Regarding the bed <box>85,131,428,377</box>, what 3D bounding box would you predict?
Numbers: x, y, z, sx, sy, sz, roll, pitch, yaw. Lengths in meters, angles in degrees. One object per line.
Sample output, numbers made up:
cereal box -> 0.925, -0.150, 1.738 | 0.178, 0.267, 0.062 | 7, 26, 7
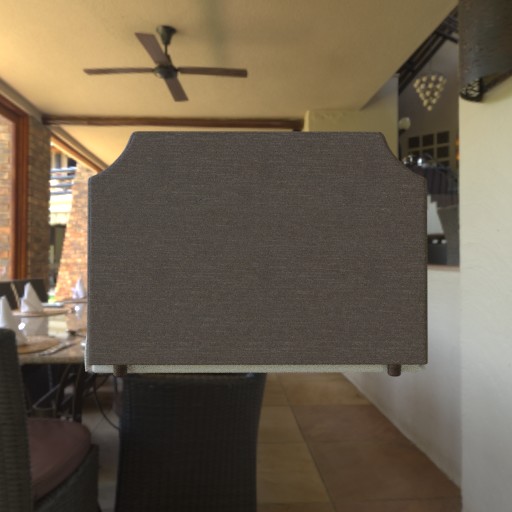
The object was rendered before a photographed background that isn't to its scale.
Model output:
bed -> 0.000, 0.000, 4.229 | 2.350, 1.590, 2.773 | 0, -1, 0
